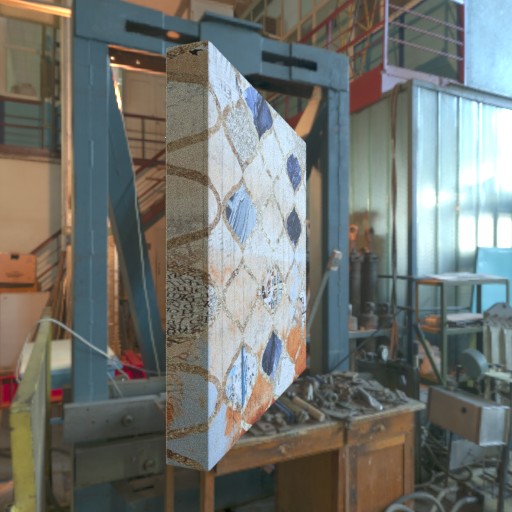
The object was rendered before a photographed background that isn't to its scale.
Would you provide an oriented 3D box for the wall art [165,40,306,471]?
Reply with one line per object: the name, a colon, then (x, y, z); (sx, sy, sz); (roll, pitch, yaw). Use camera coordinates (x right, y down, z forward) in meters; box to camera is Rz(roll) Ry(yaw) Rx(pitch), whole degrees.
wall art: (0.000, 0.000, 0.458); (0.036, 0.304, 0.303); (0, 0, 19)
